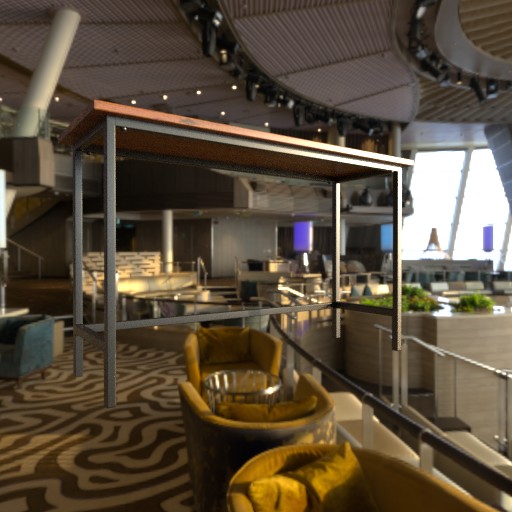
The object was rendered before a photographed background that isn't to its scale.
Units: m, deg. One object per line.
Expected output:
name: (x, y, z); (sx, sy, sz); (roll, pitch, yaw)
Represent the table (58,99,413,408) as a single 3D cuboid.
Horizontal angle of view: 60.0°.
table: (0.000, 0.000, 1.546); (1.204, 0.740, 0.408); (0, 1, -35)
